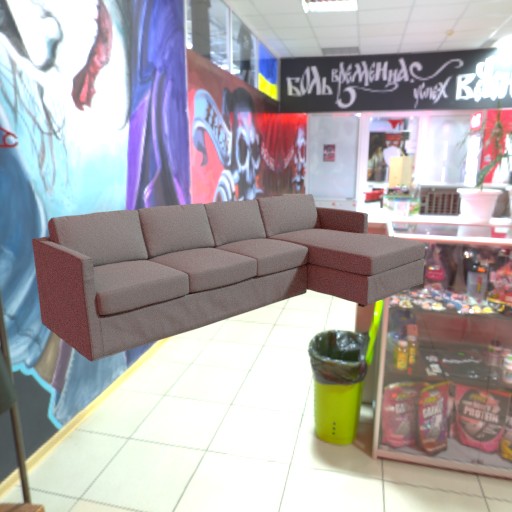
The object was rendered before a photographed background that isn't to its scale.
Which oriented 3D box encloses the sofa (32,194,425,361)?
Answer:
[{"bbox_3d":[0.000,0.000,3.908,3.177,0.867,1.622,-12,18,-42],"label":"sofa"}]
